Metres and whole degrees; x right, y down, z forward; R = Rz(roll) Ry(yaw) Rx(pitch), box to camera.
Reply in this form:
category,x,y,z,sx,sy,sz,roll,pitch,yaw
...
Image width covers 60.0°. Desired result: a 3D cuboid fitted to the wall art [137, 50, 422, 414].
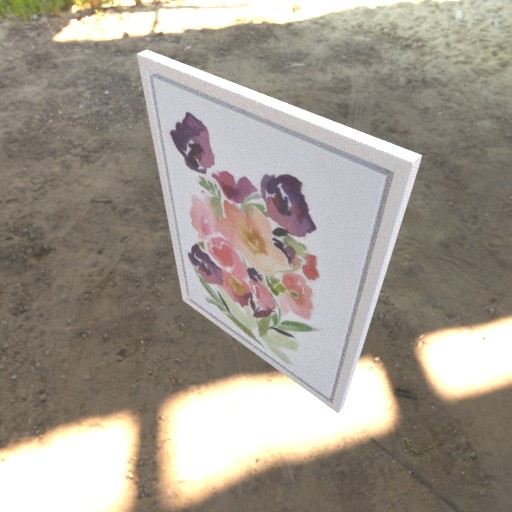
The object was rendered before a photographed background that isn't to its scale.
category,x,y,z,sx,sy,sz,roll,pitch,yaw
wall art,0.000,0.000,1.397,0.805,1.056,0.042,31,53,27
